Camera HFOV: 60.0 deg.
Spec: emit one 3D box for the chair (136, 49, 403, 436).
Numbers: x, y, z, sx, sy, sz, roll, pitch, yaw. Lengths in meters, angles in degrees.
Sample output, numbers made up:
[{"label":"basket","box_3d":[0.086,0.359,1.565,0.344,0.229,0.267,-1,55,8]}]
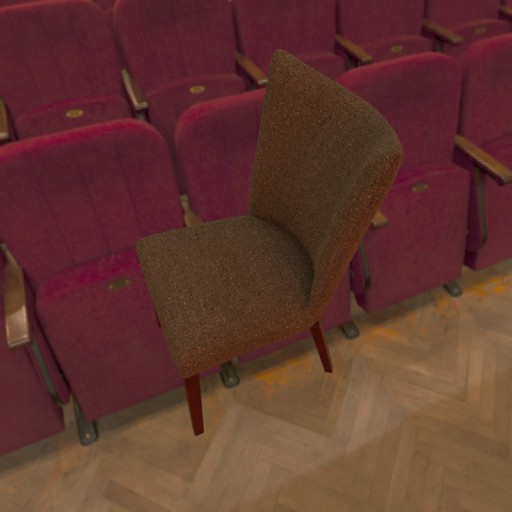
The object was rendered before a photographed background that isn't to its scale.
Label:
[{"label":"chair","box_3d":[0.000,0.000,1.278,0.623,0.924,0.535,-17,49,-16]}]
